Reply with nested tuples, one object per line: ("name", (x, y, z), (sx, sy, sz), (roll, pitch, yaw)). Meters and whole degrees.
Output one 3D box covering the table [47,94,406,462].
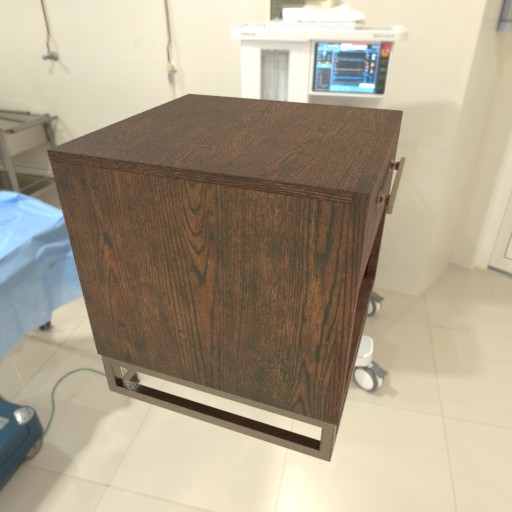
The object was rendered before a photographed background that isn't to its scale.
("table", (0.000, 0.000, 1.014), (0.566, 0.582, 0.506), (11, 33, 18))
